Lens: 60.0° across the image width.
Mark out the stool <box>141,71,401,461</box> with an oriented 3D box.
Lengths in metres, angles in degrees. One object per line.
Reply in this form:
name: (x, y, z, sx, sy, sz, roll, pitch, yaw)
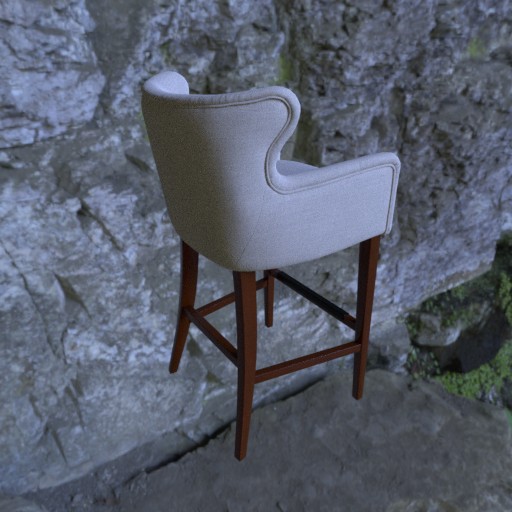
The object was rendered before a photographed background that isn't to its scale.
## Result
stool: (0.000, 0.000, 1.358, 0.563, 1.034, 0.556, -18, 32, -31)
